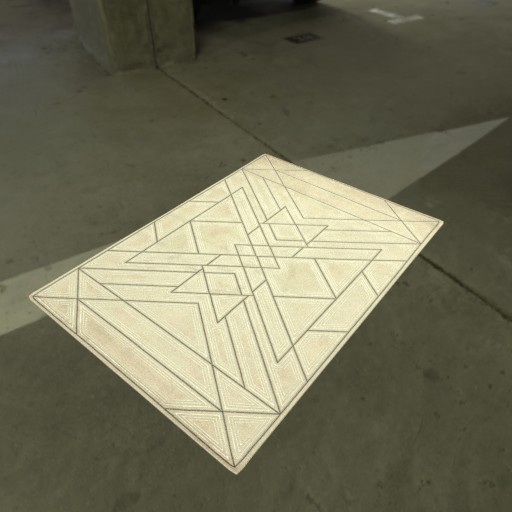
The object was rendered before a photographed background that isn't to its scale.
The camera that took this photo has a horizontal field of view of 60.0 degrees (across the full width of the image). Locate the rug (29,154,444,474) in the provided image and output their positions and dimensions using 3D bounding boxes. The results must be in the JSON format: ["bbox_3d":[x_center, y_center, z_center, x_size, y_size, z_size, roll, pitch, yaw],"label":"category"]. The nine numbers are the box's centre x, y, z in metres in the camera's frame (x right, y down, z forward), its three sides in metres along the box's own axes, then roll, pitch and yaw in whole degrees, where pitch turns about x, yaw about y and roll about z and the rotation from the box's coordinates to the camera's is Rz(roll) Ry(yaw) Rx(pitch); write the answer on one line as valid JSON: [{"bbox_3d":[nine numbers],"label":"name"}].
[{"bbox_3d":[0.000,0.000,4.303,2.436,0.026,3.381,28,48,28],"label":"rug"}]
